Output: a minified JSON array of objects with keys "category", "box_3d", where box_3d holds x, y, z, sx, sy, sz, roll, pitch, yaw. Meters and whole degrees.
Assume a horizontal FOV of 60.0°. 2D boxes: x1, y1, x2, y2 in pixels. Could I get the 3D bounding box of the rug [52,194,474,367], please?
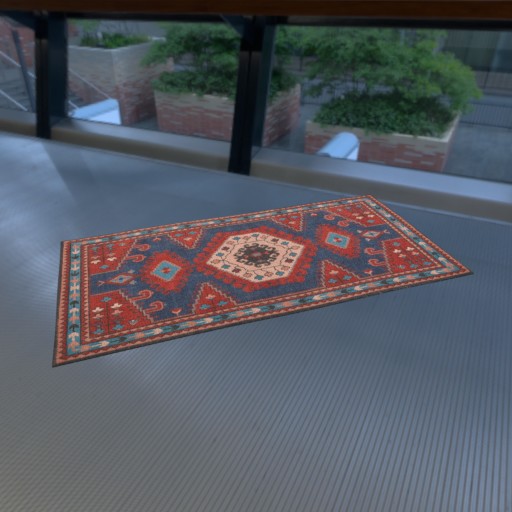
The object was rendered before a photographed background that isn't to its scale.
[{"category":"rug","box_3d":[0.000,0.000,3.604,3.032,0.034,1.522,-10,34,-16]}]
